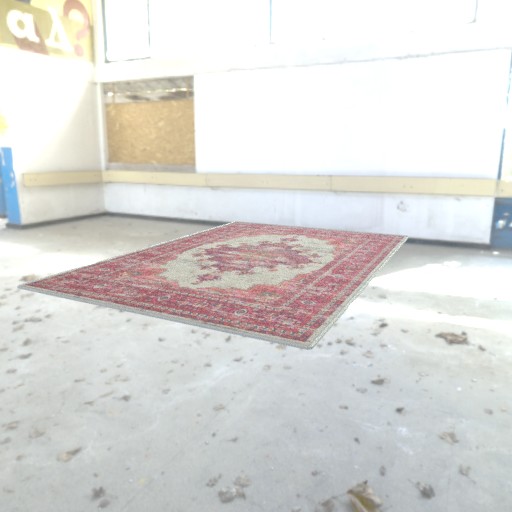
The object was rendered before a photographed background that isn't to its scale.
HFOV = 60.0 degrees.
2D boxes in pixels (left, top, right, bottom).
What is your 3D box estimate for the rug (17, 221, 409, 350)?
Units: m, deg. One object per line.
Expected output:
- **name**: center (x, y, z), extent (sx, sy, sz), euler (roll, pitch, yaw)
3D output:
- **rug**: center (0.000, 0.000, 2.220), extent (1.217, 0.011, 1.747), euler (7, 15, 26)
